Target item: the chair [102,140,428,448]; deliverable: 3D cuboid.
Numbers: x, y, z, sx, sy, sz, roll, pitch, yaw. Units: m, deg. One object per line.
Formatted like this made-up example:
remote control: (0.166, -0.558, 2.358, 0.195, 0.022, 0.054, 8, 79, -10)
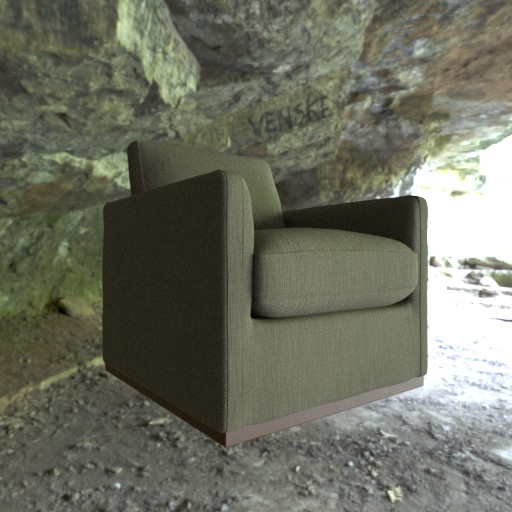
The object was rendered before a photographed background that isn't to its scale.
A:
chair: (0.000, 0.000, 1.460, 0.763, 0.811, 0.834, 0, 0, -37)
